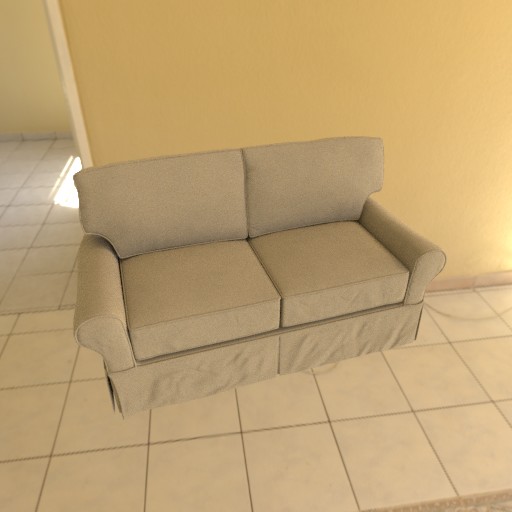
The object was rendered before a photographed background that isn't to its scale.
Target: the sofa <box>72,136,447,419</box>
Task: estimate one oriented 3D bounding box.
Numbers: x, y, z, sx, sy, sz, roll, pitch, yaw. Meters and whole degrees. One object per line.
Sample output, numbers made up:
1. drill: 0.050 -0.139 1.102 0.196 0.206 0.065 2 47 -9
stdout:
1. sofa: 0.000 0.000 2.362 1.823 1.024 0.841 -10 34 -15
